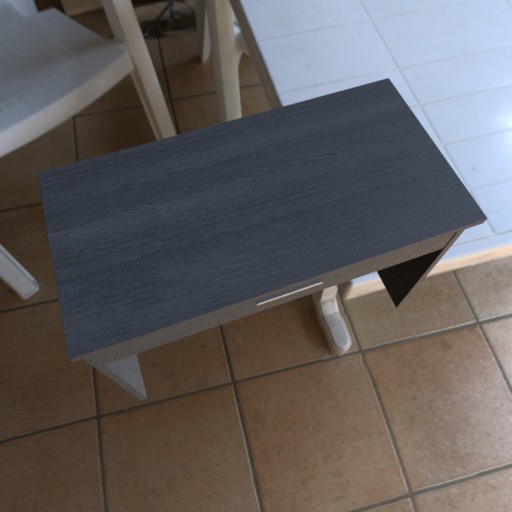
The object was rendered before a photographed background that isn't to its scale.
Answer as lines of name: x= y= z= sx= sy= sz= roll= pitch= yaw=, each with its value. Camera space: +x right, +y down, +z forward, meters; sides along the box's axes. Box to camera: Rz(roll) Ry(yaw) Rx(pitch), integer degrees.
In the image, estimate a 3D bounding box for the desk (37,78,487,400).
desk: x=0.000 y=0.000 z=1.528 sx=1.099 sy=0.729 sz=0.557 roll=-18 pitch=64 yaw=-9
